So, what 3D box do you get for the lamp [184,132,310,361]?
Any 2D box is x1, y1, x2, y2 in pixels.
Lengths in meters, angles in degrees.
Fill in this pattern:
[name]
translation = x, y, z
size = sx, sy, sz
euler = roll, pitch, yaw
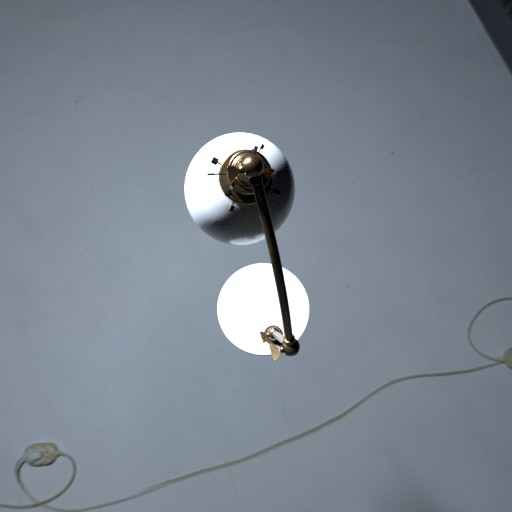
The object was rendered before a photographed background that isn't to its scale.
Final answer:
[lamp]
translation = 0.000, 0.000, 0.675
size = 0.186, 0.522, 0.317
euler = -18, 76, -5
